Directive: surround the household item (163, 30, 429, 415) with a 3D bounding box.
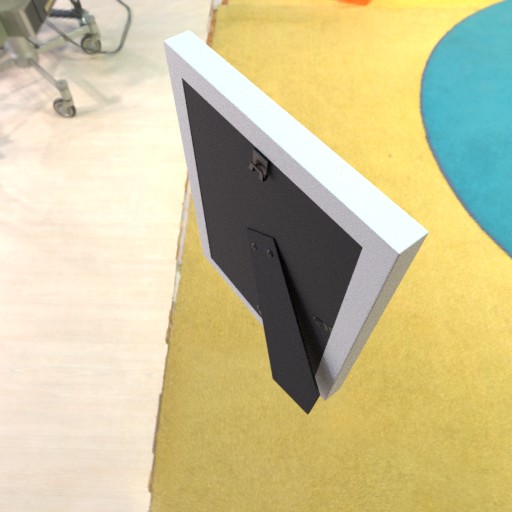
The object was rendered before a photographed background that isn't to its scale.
[{"bbox_3d":[0.000,0.000,0.340,0.045,0.250,0.200,-33,63,-19],"label":"household item"}]
